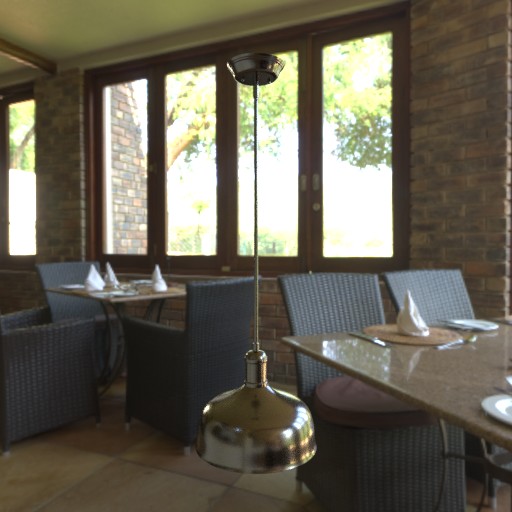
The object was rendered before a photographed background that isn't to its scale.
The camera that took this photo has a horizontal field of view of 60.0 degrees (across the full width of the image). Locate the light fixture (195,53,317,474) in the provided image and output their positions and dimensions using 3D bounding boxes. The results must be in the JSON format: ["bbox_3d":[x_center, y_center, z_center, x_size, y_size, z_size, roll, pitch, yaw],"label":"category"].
[{"bbox_3d":[0.000,0.000,1.096,0.299,0.935,0.299,0,1,-18],"label":"light fixture"}]
